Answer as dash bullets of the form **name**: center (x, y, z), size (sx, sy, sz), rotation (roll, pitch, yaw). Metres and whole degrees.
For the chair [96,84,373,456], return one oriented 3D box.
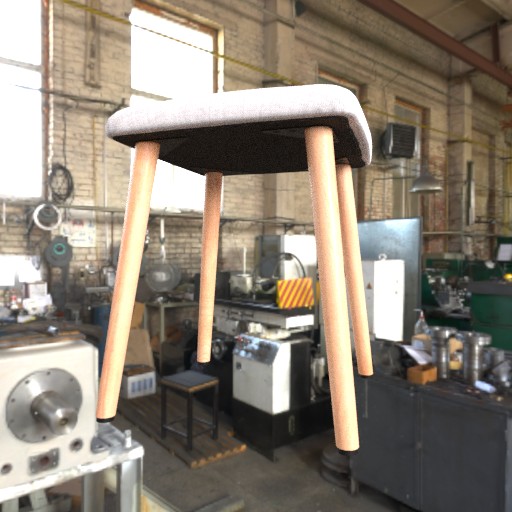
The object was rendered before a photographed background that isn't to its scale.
- **chair**: center (0.000, 0.000, 0.697), size (0.350, 0.440, 0.350), rotation (0, 0, 17)
